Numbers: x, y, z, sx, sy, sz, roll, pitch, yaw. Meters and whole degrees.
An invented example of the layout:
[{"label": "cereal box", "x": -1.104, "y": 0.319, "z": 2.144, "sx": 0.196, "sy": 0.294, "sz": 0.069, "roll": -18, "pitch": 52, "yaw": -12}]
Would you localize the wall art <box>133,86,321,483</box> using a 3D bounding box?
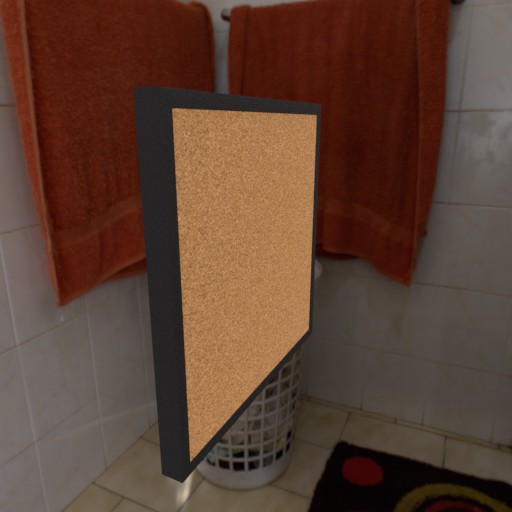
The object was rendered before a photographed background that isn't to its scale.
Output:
[{"label": "wall art", "x": 0.000, "y": 0.000, "z": 0.752, "sx": 0.036, "sy": 0.503, "sz": 0.506, "roll": 8, "pitch": 19, "yaw": 26}]
